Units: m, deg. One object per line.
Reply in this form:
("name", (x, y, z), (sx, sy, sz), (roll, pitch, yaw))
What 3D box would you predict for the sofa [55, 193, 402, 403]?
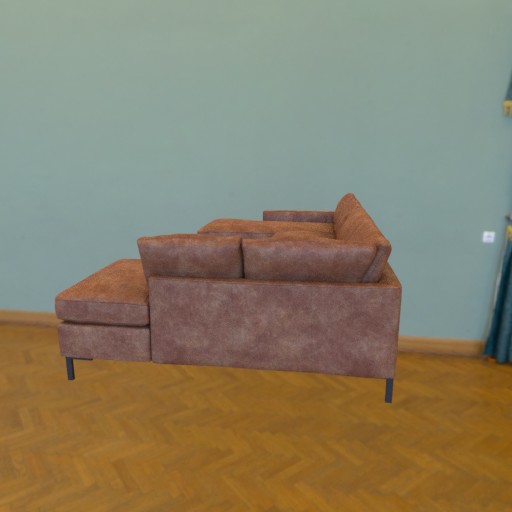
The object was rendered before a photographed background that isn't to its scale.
("sofa", (0.000, 0.000, 3.815), (1.939, 0.900, 2.956), (2, 14, 8))
